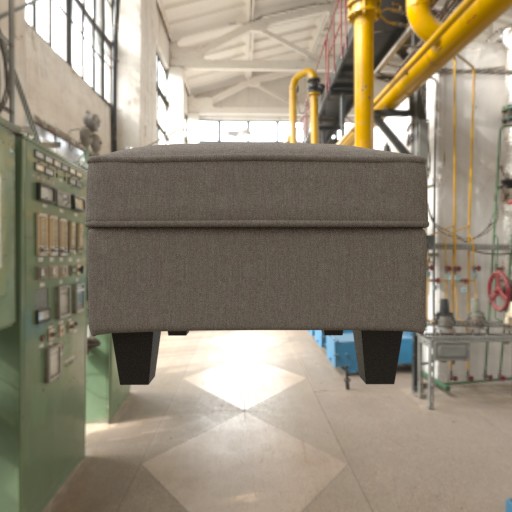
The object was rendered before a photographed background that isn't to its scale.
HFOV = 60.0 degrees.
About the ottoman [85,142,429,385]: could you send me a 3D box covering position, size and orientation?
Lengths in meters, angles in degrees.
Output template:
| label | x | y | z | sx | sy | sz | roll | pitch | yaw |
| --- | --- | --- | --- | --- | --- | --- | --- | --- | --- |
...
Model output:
| label | x | y | z | sx | sy | sz | roll | pitch | yaw |
| --- | --- | --- | --- | --- | --- | --- | --- | --- | --- |
| ottoman | 0.000 | 0.000 | 1.415 | 0.808 | 0.612 | 0.871 | 0 | 1 | -1 |
